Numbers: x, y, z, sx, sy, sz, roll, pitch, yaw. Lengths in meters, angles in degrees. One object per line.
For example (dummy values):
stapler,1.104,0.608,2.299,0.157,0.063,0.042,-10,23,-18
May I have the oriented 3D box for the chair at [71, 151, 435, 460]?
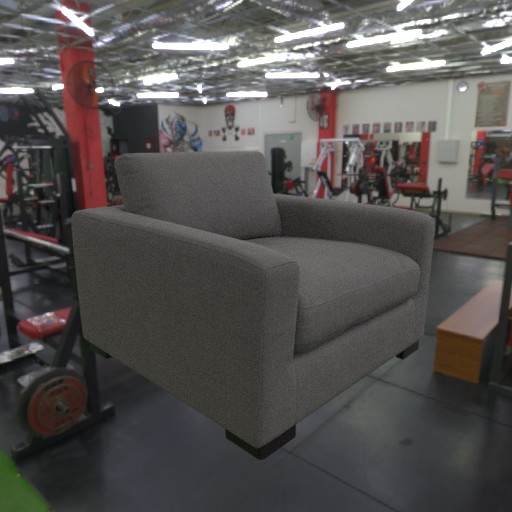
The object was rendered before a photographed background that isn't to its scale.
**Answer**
chair,0.000,0.000,1.854,1.100,0.847,1.070,13,19,43
